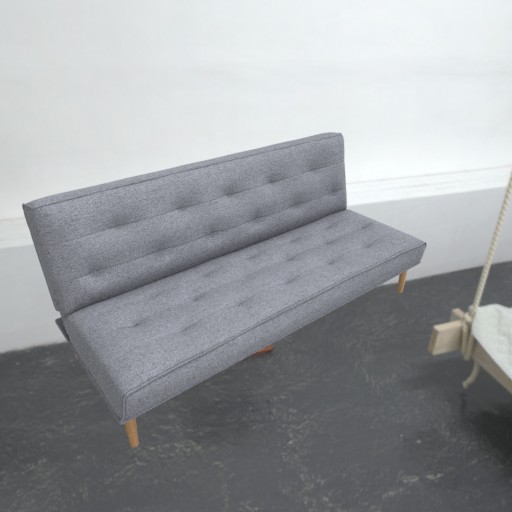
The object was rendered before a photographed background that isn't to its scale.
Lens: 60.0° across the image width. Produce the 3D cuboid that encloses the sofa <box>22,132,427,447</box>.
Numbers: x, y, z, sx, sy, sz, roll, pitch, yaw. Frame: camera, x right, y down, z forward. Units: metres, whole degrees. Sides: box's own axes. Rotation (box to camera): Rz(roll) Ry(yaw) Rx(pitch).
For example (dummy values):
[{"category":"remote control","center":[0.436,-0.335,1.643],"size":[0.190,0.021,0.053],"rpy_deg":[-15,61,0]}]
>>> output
[{"category":"sofa","center":[0.000,0.000,2.214],"size":[1.820,0.830,0.810],"rpy_deg":[-21,36,-32]}]
